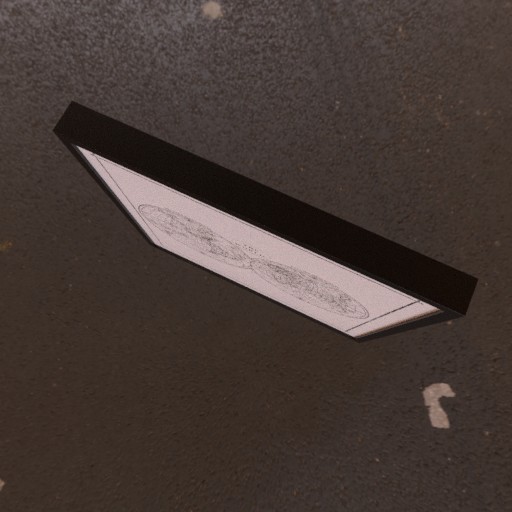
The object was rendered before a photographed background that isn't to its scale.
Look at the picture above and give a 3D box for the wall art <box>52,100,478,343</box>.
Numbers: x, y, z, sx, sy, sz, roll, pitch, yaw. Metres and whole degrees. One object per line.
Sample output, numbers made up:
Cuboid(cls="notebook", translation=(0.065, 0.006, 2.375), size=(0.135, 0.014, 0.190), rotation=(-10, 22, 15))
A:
Cuboid(cls="wall art", translation=(0.000, 0.000, 0.475), size=(0.327, 0.318, 0.029), rotation=(25, 77, 6))
